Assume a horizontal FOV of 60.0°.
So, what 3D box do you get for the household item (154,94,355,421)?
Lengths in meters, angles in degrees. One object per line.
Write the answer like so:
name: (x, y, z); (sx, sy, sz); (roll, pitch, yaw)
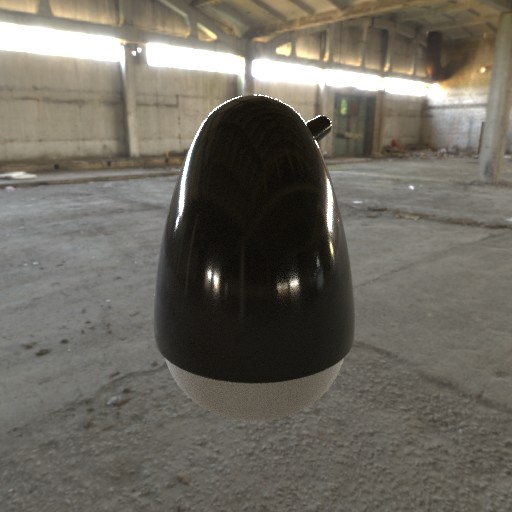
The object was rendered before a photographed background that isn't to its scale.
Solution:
household item: (0.000, 0.000, 0.222); (0.104, 0.152, 0.102); (-14, 21, -41)
